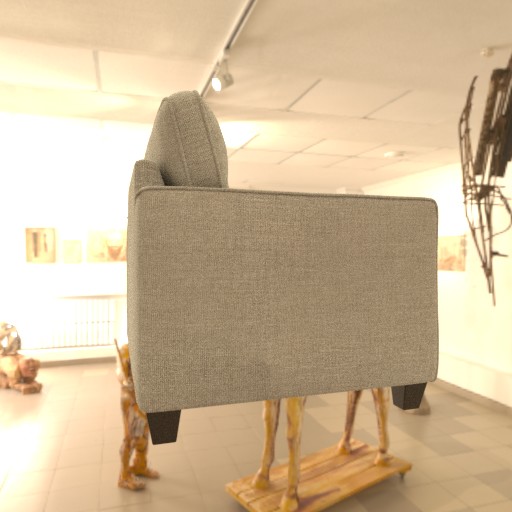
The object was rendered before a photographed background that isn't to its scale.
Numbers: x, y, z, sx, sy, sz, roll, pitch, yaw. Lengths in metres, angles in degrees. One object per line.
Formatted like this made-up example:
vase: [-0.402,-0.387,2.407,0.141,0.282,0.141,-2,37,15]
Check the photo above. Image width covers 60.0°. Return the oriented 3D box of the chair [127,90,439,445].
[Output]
chair: [0.000,0.000,1.707,0.939,0.965,1.015,0,1,-18]
